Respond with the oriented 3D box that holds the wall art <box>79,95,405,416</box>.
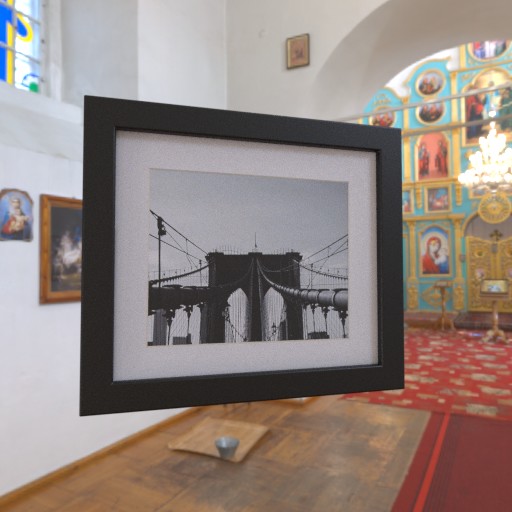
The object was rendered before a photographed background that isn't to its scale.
[{"bbox_3d":[0.000,0.000,0.521,0.380,0.330,0.028,1,-2,-16],"label":"wall art"}]
